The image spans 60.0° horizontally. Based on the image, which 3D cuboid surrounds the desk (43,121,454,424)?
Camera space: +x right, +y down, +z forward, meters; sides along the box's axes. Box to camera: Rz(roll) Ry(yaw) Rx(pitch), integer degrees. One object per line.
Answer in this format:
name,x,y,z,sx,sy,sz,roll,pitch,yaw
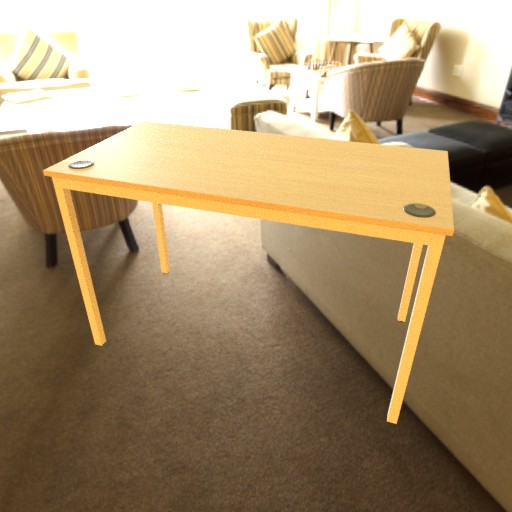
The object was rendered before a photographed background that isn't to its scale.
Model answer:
desk,0.000,0.000,1.657,1.200,0.750,0.600,10,33,16
